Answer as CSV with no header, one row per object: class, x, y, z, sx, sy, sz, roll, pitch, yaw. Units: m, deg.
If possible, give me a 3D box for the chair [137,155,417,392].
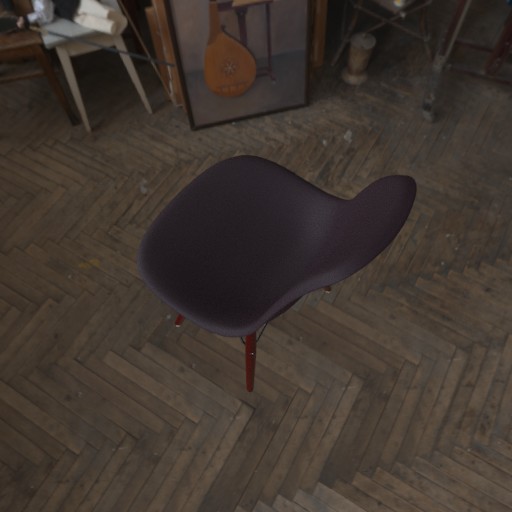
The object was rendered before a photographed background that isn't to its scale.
chair,0.000,0.000,1.099,0.533,0.826,0.470,34,69,15
